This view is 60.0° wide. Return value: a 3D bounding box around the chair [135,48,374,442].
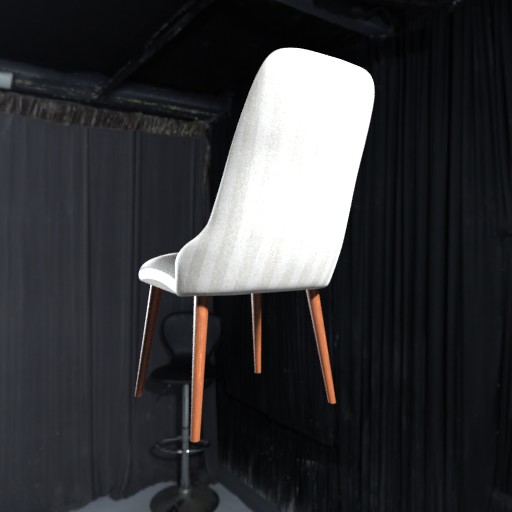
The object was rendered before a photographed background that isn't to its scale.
[{"bbox_3d":[0.000,0.000,1.297,0.526,0.917,0.684,-1,1,-35],"label":"chair"}]
